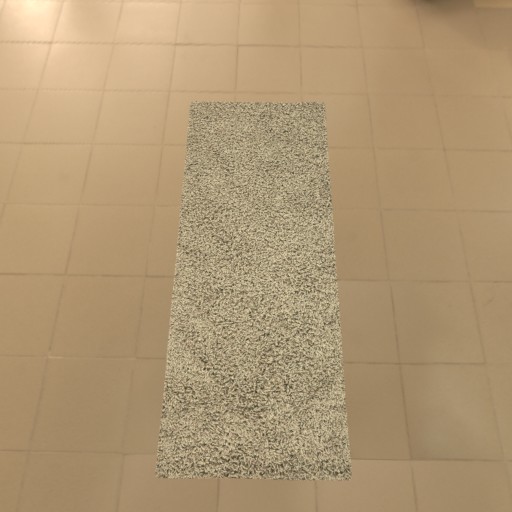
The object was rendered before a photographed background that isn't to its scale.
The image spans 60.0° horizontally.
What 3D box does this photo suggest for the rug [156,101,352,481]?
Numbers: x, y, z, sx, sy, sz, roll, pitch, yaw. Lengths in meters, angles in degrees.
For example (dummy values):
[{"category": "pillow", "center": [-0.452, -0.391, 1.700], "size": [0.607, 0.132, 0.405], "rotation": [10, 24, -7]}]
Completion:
[{"category": "rug", "center": [0.000, 0.000, 1.689], "size": [0.609, 0.030, 1.524], "rotation": [1, 65, 0]}]
